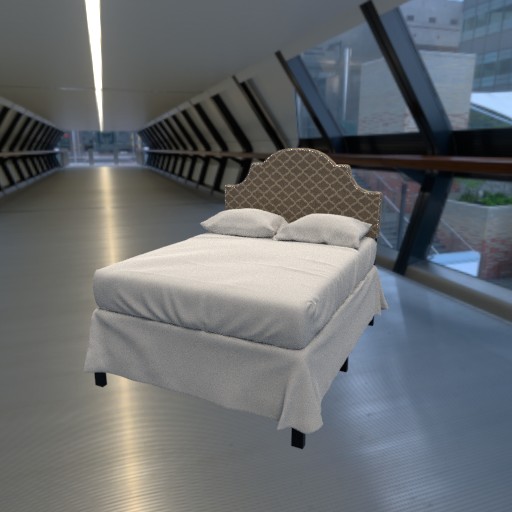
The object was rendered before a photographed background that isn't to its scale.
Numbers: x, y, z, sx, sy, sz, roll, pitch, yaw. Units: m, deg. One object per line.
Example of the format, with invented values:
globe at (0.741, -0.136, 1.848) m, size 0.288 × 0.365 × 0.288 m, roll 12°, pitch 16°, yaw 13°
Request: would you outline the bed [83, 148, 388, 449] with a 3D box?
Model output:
bed at (0.000, 0.000, 3.504) m, size 1.780 × 1.633 × 2.222 m, roll 7°, pitch 16°, yaw 25°
